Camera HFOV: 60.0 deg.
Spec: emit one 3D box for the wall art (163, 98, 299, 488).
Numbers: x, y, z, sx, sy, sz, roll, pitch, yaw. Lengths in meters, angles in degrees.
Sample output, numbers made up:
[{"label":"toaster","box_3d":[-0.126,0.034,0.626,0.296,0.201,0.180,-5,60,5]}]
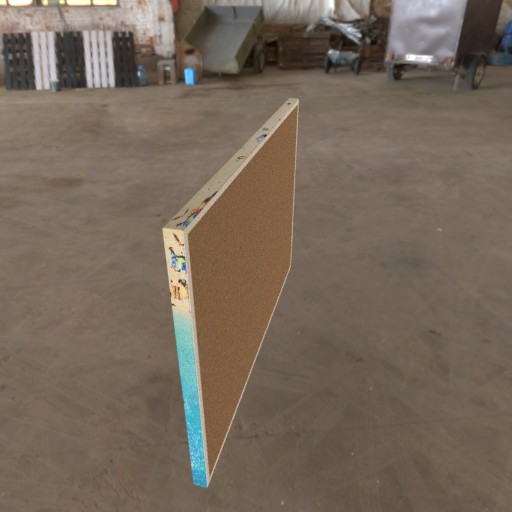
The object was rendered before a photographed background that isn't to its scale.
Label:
[{"label":"wall art","box_3d":[0.000,0.000,1.449,0.040,0.769,1.136,8,32,13]}]
